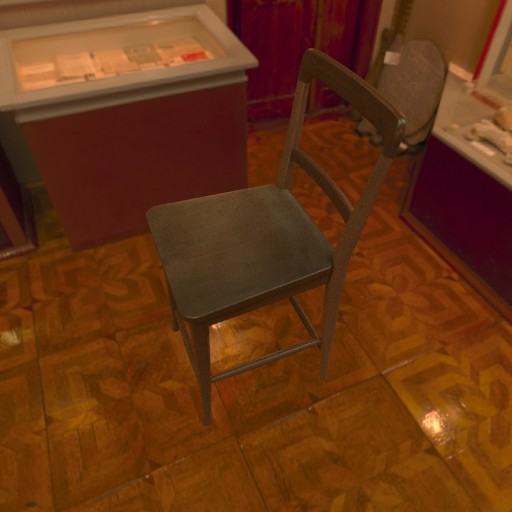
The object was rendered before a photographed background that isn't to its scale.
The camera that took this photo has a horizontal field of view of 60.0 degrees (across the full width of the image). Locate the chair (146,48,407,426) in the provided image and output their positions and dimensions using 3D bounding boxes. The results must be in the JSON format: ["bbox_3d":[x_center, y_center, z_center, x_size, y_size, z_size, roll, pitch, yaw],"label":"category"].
[{"bbox_3d":[0.000,0.000,1.313,0.546,0.991,0.450,-16,47,-15],"label":"chair"}]
